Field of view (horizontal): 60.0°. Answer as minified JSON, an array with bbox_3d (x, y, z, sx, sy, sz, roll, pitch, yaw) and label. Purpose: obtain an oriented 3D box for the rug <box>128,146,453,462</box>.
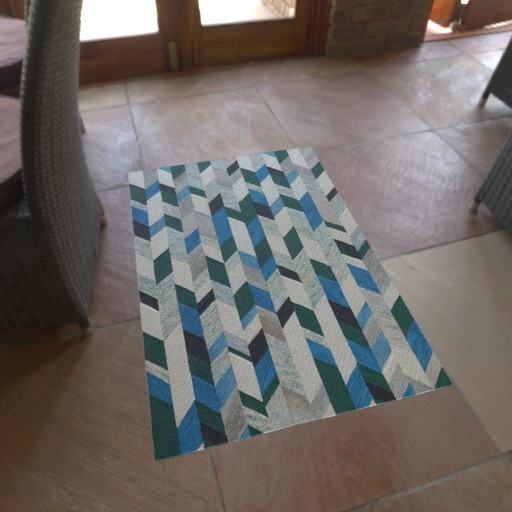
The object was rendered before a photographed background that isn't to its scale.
[{"bbox_3d":[0.000,0.000,2.319,1.229,0.005,1.827,-10,47,-10],"label":"rug"}]
